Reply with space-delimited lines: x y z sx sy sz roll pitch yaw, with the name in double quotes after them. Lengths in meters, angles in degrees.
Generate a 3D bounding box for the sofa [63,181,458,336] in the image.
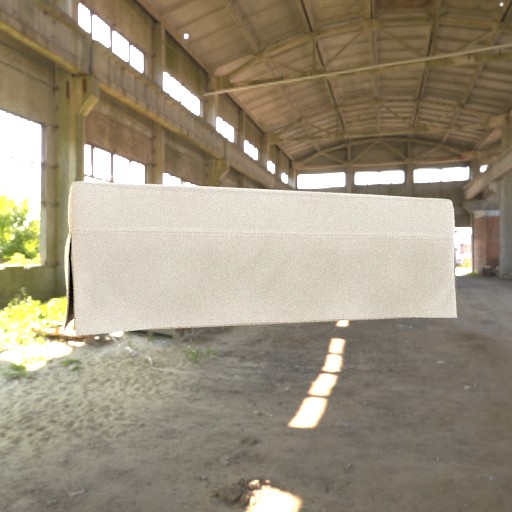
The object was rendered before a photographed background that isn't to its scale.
0.000 0.000 2.176 1.677 0.552 0.939 0 0 -17 "sofa"
